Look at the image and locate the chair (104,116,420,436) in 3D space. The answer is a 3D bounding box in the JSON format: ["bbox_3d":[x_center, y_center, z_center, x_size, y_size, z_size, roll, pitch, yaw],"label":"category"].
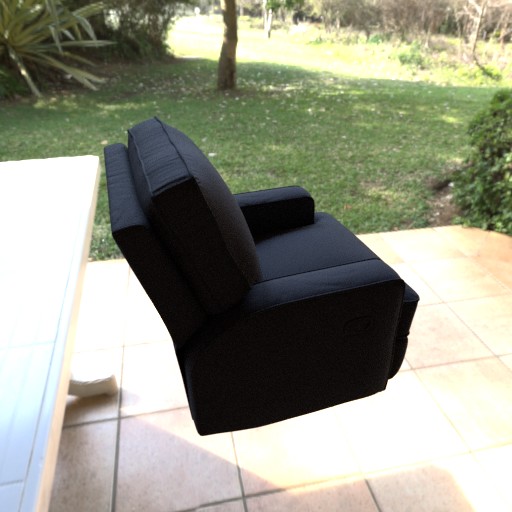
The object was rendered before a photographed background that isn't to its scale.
[{"bbox_3d":[0.000,0.000,1.667,0.964,0.962,0.861,-9,32,-15],"label":"chair"}]
